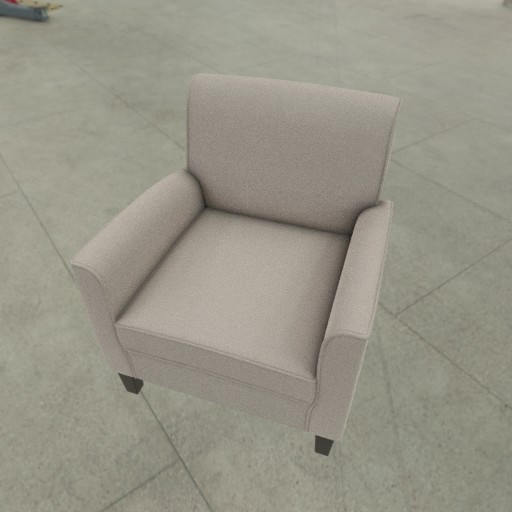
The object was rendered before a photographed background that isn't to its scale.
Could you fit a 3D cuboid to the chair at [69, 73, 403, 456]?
[{"bbox_3d":[0.000,0.000,1.505,0.820,0.915,0.820,13,43,14],"label":"chair"}]
